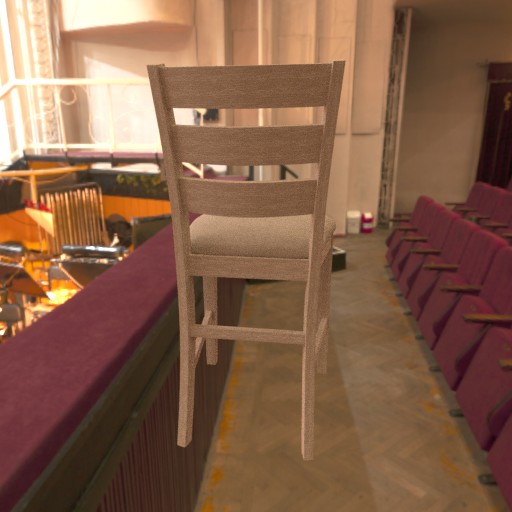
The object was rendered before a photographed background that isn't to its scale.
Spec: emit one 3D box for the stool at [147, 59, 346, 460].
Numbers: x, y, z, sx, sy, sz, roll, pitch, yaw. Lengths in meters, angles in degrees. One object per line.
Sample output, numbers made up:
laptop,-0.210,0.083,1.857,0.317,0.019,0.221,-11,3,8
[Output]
stool,0.000,0.000,1.346,0.484,1.032,0.569,2,15,9
